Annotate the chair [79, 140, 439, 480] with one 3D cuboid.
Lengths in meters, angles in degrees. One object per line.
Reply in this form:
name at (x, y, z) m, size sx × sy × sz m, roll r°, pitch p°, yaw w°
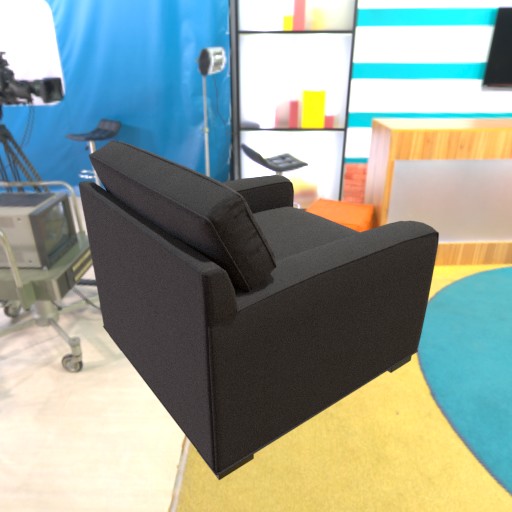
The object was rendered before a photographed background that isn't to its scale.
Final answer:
chair at (0.000, 0.000, 1.815) m, size 1.043 × 0.913 × 0.997 m, roll -18°, pitch 31°, yaw -33°
